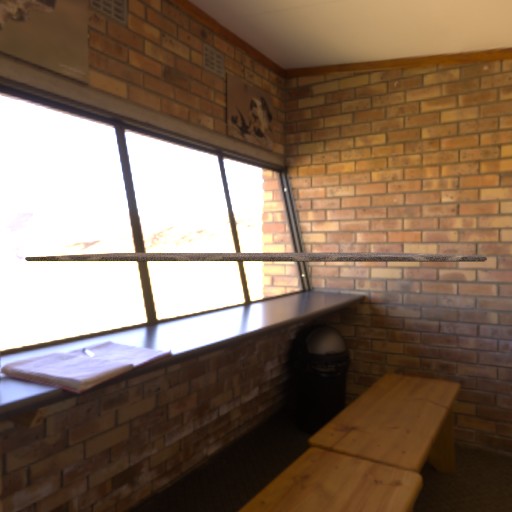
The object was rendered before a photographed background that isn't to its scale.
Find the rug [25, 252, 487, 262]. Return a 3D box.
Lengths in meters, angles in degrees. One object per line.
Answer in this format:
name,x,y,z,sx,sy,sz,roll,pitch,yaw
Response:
rug,0.000,0.000,2.980,2.348,0.025,1.501,0,1,0
